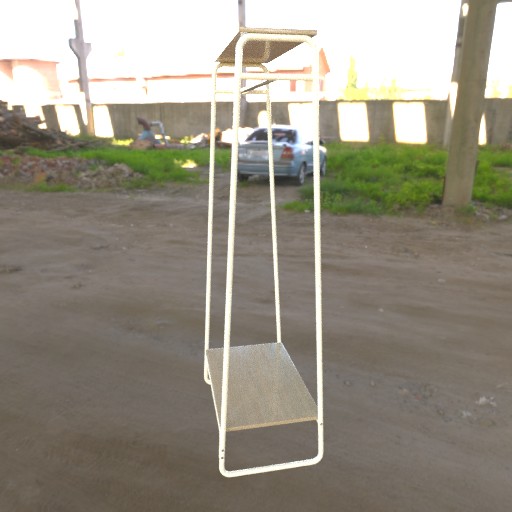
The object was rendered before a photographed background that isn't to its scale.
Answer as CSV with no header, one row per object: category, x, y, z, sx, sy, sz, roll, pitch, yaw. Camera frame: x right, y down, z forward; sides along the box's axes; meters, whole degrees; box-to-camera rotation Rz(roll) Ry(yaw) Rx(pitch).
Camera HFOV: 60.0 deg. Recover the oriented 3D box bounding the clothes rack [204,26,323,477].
clothes rack,0.000,0.000,1.751,0.400,1.512,0.640,-3,17,-11
